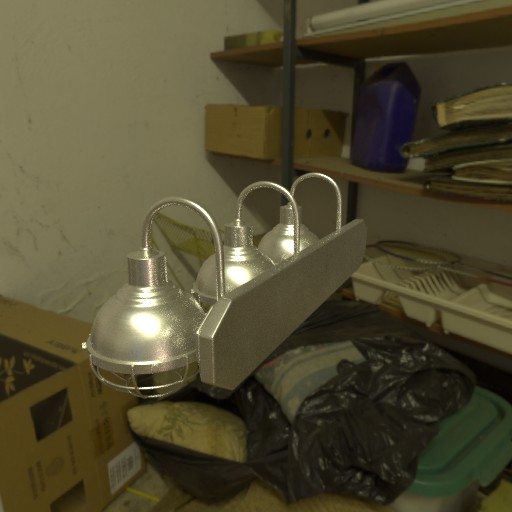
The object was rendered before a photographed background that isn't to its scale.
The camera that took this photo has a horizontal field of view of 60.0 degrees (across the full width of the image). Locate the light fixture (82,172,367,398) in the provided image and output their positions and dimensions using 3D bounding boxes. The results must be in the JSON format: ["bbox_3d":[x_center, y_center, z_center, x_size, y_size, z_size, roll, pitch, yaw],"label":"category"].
[{"bbox_3d":[0.000,0.000,0.755,0.229,0.254,0.634,7,16,26],"label":"light fixture"}]
